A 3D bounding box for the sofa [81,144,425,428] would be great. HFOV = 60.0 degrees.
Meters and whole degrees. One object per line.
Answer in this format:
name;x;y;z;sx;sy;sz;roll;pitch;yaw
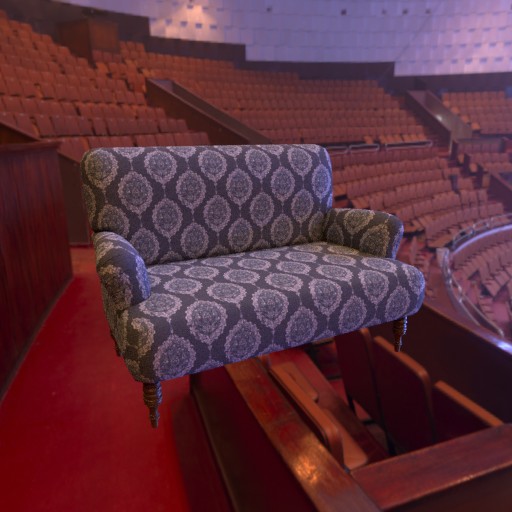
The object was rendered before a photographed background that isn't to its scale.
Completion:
sofa;0.000;0.000;1.836;1.297;0.867;0.779;-8;18;-27
